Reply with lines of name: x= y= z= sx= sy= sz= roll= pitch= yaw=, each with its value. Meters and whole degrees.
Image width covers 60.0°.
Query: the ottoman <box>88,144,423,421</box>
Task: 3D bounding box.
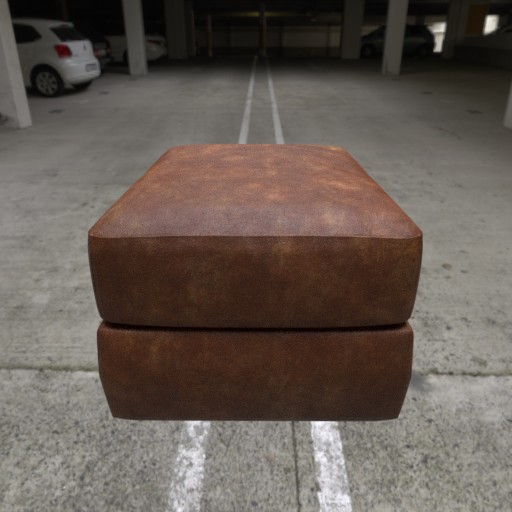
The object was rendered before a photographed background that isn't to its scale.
ottoman: x=0.000 y=0.000 z=1.135 sx=0.603 sy=0.476 sz=0.751 roll=0 pitch=24 yaw=0
